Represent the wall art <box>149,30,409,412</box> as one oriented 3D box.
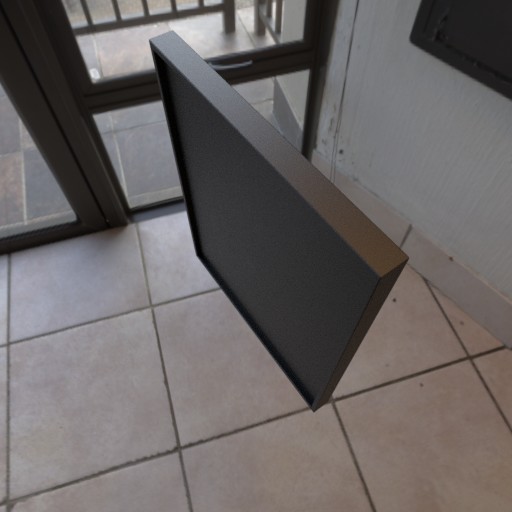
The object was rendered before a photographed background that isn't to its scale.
[{"bbox_3d":[0.000,0.000,0.744,0.039,0.555,0.449,-31,63,-18],"label":"wall art"}]
